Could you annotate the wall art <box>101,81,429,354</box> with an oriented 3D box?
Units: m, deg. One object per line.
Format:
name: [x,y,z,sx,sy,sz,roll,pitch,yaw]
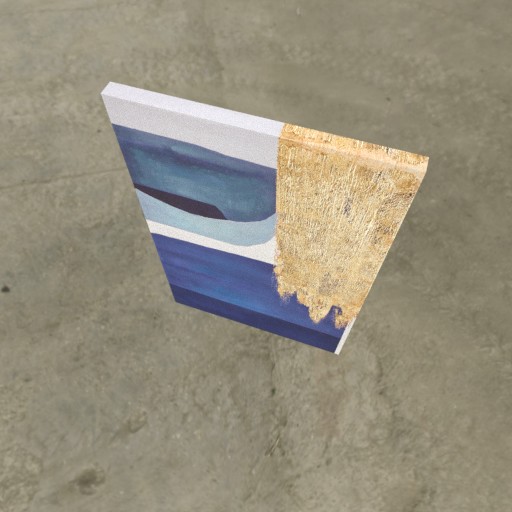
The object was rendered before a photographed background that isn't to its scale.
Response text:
wall art: [0.000,0.000,1.183,0.607,0.911,0.039,16,60,10]
